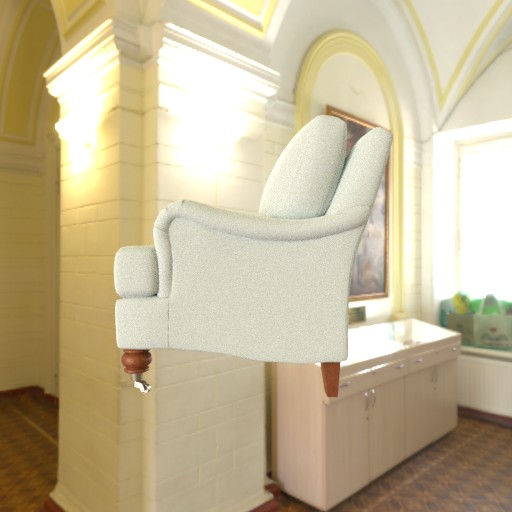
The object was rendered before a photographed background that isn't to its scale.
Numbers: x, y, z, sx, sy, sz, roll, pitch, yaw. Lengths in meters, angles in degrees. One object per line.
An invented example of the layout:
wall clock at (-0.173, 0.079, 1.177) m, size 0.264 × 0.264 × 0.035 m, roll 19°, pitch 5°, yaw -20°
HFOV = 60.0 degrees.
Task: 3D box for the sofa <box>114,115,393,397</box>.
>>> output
sofa at (0.000, 0.000, 2.557) m, size 1.084 × 1.101 × 1.853 m, roll 0°, pitch -1°, yaw 1°
